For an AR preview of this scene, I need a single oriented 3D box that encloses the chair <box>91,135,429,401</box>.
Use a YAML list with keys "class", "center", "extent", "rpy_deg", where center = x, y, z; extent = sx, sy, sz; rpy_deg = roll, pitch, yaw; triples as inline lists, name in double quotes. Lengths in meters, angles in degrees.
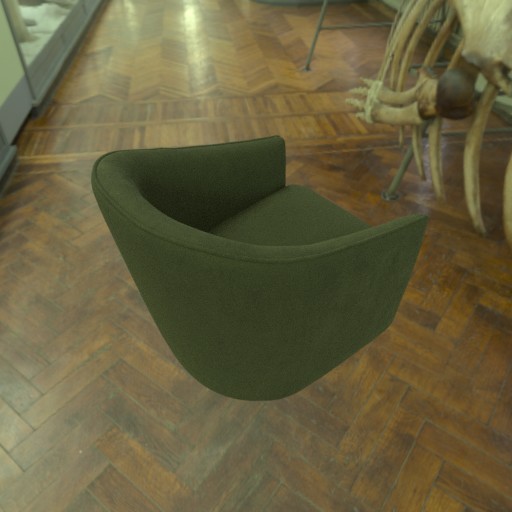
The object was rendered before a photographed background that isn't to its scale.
- class: "chair"
  center: [0.000, 0.000, 1.475]
  extent: [0.875, 0.799, 0.747]
  rpy_deg: [-27, 48, -28]
